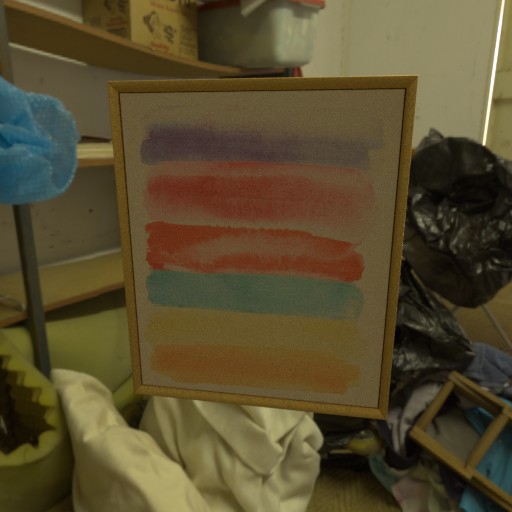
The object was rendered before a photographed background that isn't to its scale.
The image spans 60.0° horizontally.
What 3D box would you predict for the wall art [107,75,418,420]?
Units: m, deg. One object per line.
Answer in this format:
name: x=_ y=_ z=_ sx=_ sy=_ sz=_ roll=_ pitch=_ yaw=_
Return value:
wall art: x=0.000 y=0.000 z=0.864 sx=0.537 sy=0.642 sz=0.048 roll=3 pitch=16 yaw=10
